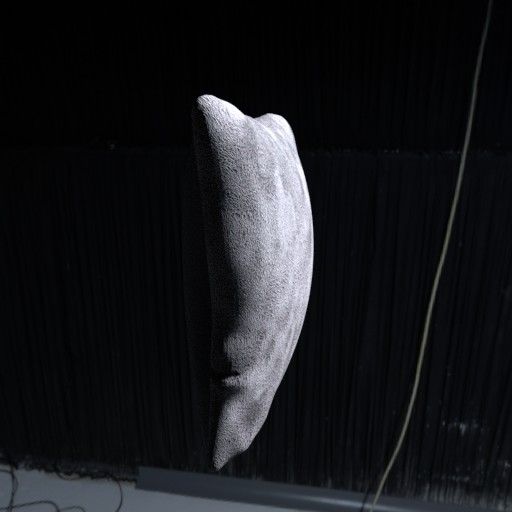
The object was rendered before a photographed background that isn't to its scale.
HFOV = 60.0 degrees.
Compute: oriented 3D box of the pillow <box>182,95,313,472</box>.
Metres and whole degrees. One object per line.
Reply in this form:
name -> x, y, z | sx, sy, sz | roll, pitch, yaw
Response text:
pillow -> 0.000, 0.000, 0.801 | 0.204, 0.520, 0.522 | 3, 17, 10
